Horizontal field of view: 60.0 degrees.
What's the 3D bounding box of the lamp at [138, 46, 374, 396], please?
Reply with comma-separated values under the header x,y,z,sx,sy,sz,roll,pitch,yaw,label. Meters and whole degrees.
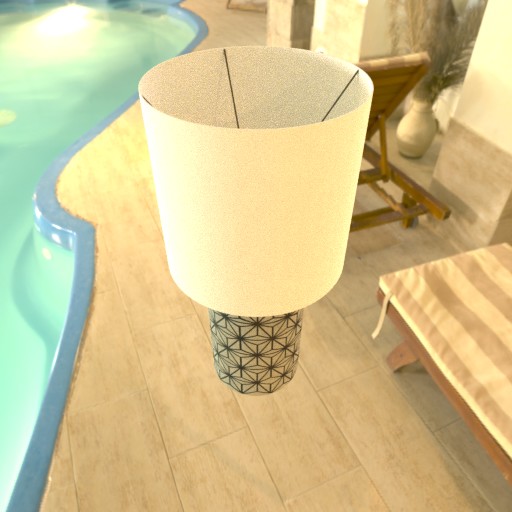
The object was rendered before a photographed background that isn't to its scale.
x,y,z,sx,sy,sz,roll,pitch,yaw,label
0.000,0.000,0.531,0.206,0.416,0.206,-12,42,-14,lamp
